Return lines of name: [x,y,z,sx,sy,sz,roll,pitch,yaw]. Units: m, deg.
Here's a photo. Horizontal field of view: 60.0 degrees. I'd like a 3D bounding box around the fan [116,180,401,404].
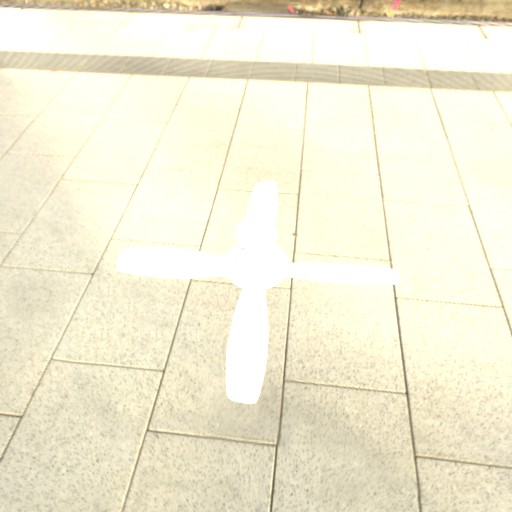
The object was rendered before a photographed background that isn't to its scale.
fan: [0.000,0.000,2.582,1.694,0.382,1.693,3,47,3]
